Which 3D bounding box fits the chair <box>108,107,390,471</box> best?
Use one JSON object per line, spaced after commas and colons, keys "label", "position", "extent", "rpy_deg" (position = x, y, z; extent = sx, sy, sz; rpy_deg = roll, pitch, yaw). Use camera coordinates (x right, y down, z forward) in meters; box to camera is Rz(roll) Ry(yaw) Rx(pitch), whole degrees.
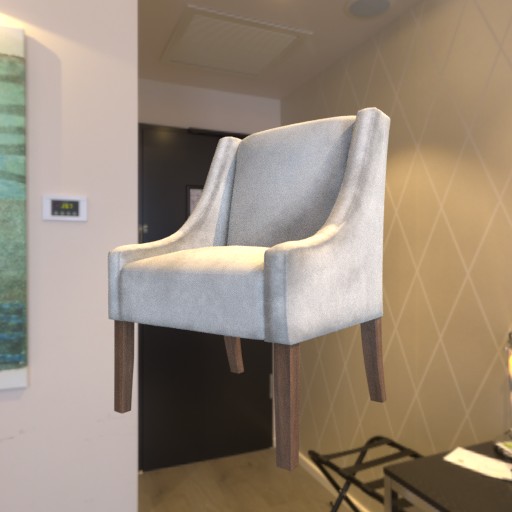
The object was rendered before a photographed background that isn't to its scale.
{"label": "chair", "position": [0.000, 0.000, 1.332], "extent": [0.629, 0.895, 0.629], "rpy_deg": [0, 0, 36]}
